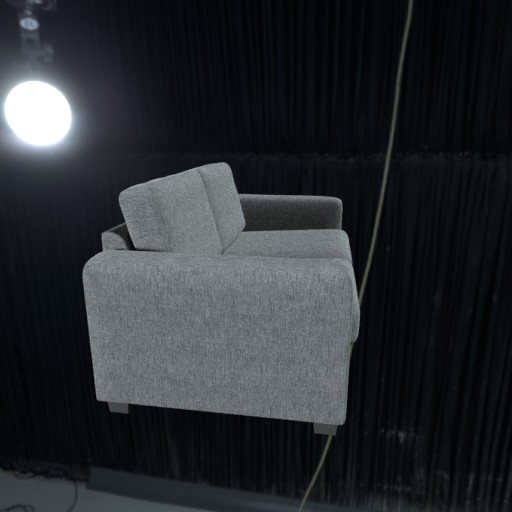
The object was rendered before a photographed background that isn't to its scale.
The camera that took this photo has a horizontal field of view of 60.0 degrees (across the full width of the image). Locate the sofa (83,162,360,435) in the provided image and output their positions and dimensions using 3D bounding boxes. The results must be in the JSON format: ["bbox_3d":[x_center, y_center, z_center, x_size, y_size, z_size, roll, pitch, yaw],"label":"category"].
[{"bbox_3d":[0.000,0.000,2.090,0.900,0.800,1.520,3,16,9],"label":"sofa"}]
